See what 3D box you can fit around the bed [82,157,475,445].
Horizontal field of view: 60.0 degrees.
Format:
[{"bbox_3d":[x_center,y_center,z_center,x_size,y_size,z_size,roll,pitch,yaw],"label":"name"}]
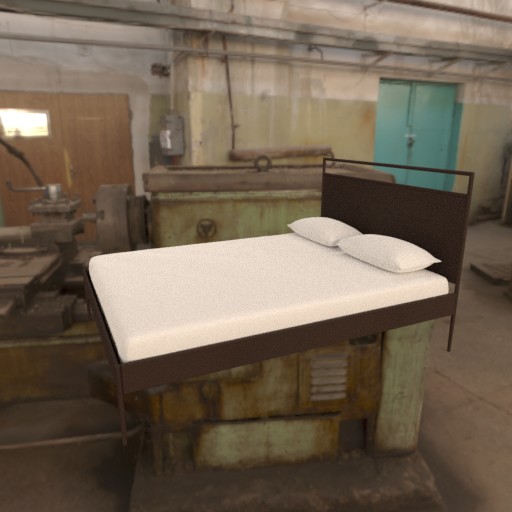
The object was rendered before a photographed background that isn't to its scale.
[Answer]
[{"bbox_3d":[0.000,0.000,3.017,2.122,1.173,1.572,-8,18,-24],"label":"bed"}]
